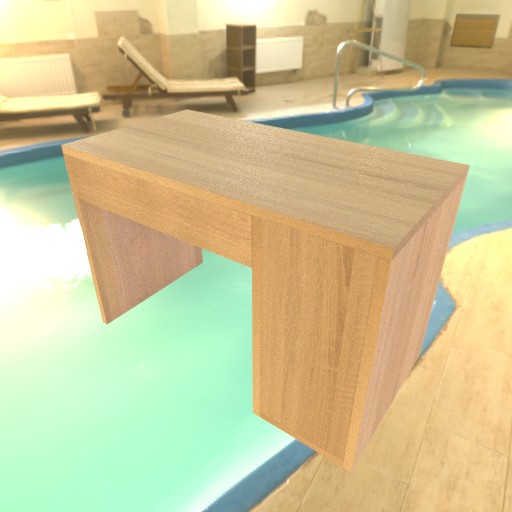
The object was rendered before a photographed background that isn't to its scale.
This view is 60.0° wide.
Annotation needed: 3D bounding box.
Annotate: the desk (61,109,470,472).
[{"bbox_3d":[0.000,0.000,1.535,1.100,0.731,0.600,21,37,30],"label":"desk"}]
